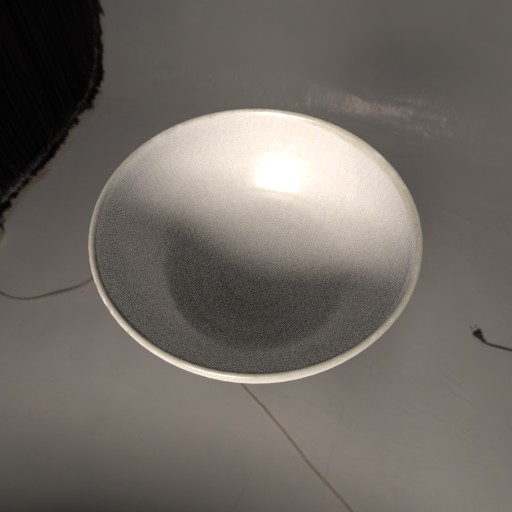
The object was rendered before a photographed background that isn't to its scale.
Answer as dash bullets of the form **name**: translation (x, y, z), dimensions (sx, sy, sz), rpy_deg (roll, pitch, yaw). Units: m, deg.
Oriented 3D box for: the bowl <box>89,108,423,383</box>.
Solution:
- **bowl**: translation (0.000, 0.000, 0.410), dimensions (0.268, 0.121, 0.268), rpy_deg (0, 57, 0)
